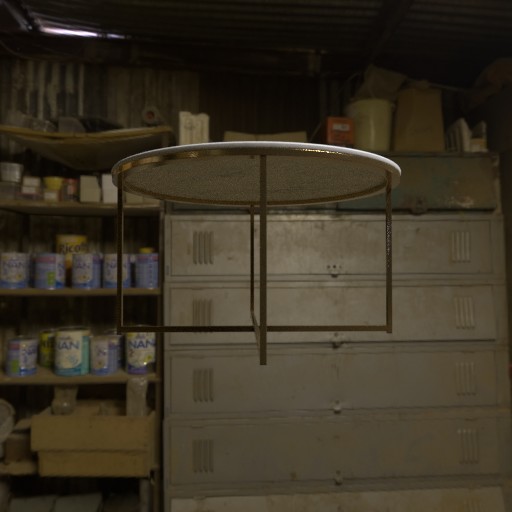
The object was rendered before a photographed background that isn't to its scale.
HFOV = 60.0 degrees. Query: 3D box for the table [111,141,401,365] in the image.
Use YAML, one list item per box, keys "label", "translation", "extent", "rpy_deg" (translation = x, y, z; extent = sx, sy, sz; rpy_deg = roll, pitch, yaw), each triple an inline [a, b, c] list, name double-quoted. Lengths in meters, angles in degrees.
- label: "table"
  translation: [0.000, 0.000, 1.284]
  extent: [0.800, 0.450, 0.800]
  rpy_deg: [0, -1, 0]
